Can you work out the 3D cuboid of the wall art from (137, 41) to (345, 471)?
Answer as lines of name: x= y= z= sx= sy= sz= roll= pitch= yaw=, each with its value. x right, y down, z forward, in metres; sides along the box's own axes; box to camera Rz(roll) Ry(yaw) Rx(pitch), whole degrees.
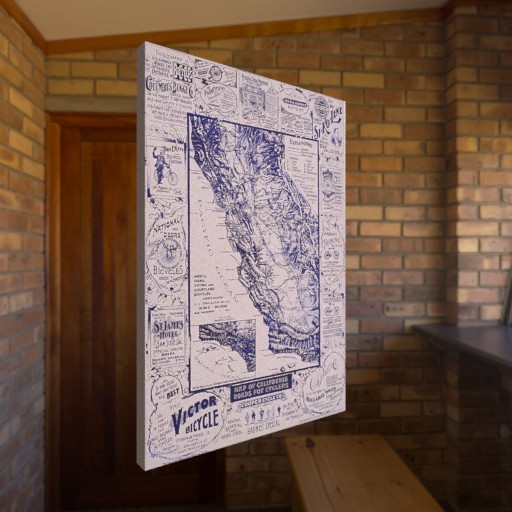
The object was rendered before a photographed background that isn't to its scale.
wall art: x=0.000 y=0.000 z=0.942 sx=0.511 sy=0.753 sz=0.039 roll=0 pitch=0 yaw=-36
